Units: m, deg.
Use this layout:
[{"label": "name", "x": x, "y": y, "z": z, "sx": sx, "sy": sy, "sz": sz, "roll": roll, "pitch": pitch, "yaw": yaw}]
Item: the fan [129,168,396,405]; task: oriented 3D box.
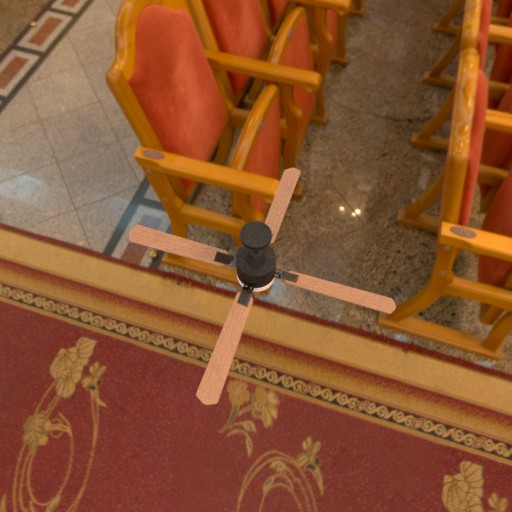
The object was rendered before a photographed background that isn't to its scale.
[{"label": "fan", "x": 0.000, "y": 0.000, "z": 2.005, "sx": 1.320, "sy": 0.355, "sz": 1.320, "roll": 16, "pitch": 60, "yaw": 9}]
